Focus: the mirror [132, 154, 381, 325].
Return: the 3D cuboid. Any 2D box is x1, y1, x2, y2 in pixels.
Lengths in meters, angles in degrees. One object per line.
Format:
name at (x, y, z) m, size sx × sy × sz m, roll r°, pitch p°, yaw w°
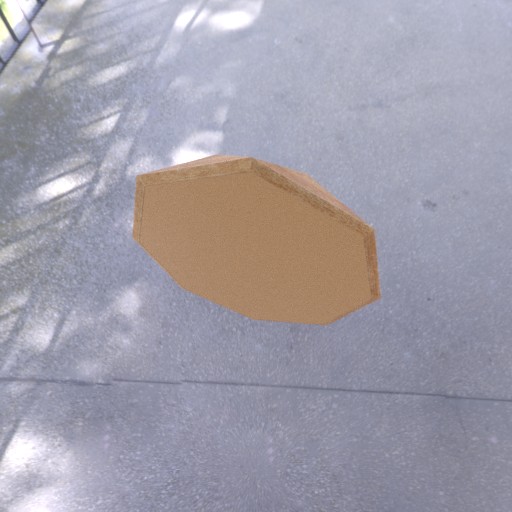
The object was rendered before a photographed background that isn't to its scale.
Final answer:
mirror at (0.000, 0.000, 1.007) m, size 0.577 × 0.774 × 0.070 m, roll 13°, pitch 65°, yaw 6°
